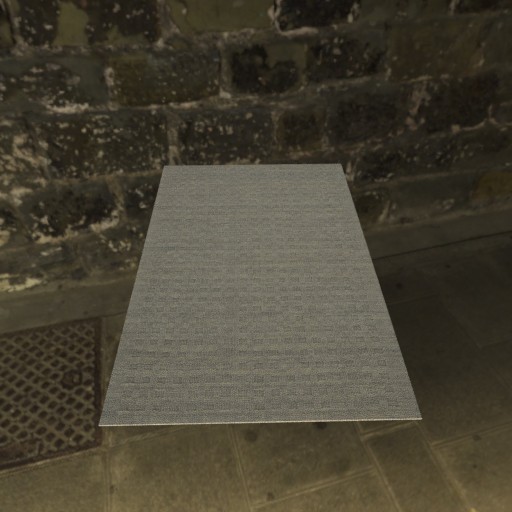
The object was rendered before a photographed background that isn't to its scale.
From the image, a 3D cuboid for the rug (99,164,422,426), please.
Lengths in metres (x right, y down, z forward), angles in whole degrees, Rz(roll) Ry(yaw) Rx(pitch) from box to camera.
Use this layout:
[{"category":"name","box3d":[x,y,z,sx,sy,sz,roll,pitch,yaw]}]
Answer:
[{"category":"rug","box3d":[0.000,0.000,2.216,1.142,0.006,1.752,-1,42,-1]}]
